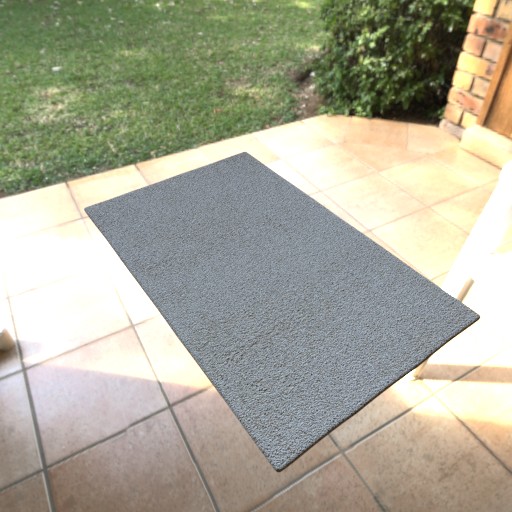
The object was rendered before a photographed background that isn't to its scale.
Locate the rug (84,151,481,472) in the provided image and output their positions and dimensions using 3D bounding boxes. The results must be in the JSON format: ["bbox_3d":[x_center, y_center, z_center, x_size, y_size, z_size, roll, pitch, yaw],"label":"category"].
[{"bbox_3d":[0.000,0.000,3.015,1.524,0.030,2.438,-26,48,-26],"label":"rug"}]
